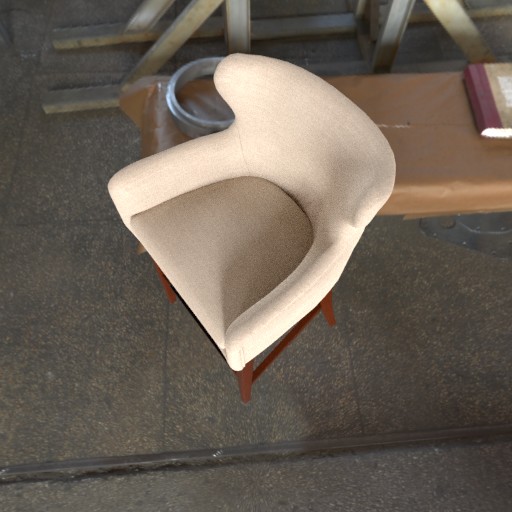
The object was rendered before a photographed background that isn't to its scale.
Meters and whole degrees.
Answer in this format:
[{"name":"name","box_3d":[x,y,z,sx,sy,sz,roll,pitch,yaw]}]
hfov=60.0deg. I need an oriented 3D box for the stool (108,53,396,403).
[{"name":"stool","box_3d":[0.000,0.000,1.390,0.563,1.034,0.556,-35,68,-16]}]
